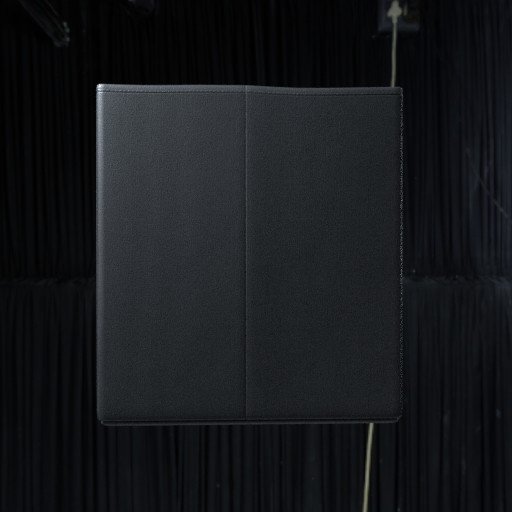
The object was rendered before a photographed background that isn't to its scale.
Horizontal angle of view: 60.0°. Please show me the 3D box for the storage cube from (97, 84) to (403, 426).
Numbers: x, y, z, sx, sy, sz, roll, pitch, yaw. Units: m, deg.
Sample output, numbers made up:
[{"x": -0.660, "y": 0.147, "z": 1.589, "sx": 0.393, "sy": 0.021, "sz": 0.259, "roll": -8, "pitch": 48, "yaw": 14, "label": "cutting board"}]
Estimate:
[{"x": 0.000, "y": 0.000, "z": 0.495, "sx": 0.270, "sy": 0.280, "sz": 0.270, "roll": 0, "pitch": 0, "yaw": -2, "label": "storage cube"}]
